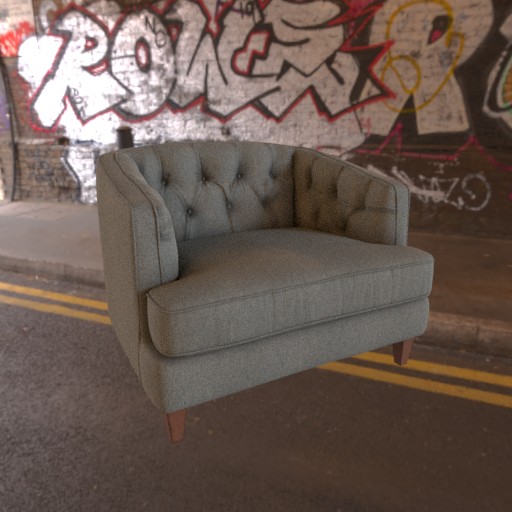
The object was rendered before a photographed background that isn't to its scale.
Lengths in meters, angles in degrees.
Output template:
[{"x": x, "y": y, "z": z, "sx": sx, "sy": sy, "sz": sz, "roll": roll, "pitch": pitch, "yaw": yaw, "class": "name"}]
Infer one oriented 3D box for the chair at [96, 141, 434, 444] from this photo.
[{"x": 0.000, "y": 0.000, "z": 1.745, "sx": 1.094, "sy": 0.852, "sz": 0.945, "roll": -9, "pitch": 18, "yaw": -28, "class": "chair"}]
